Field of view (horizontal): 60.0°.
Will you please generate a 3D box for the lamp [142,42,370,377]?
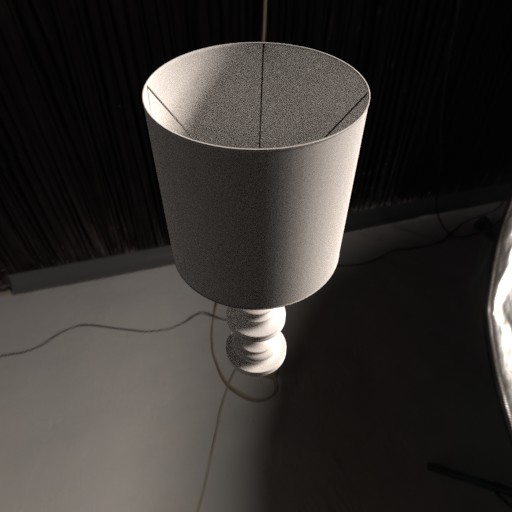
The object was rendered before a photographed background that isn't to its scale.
[{"bbox_3d":[0.000,0.000,0.575,0.208,0.455,0.208,-12,48,-11],"label":"lamp"}]
